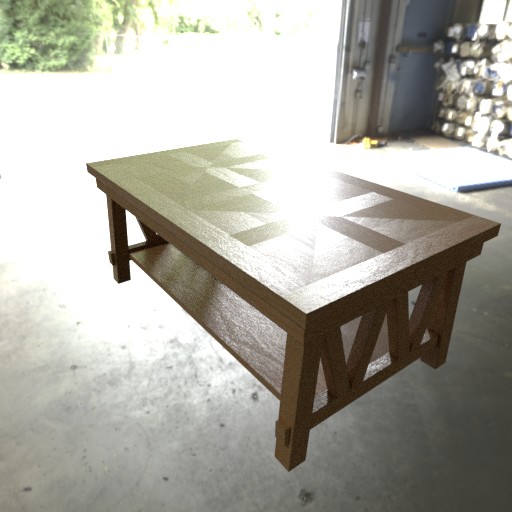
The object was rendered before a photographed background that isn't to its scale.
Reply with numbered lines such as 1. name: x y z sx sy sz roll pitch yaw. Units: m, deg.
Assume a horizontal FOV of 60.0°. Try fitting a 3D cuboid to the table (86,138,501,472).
1. table: 0.000 0.000 1.581 0.711 0.507 1.270 -19 33 -32
